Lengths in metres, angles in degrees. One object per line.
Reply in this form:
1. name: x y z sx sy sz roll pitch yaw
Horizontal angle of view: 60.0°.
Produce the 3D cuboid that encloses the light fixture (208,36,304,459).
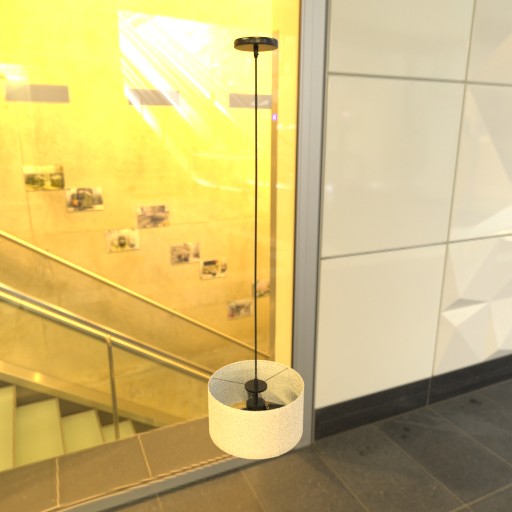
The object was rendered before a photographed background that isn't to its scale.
1. light fixture: 0.000 0.000 1.705 0.399 1.516 0.399 0 15 0
